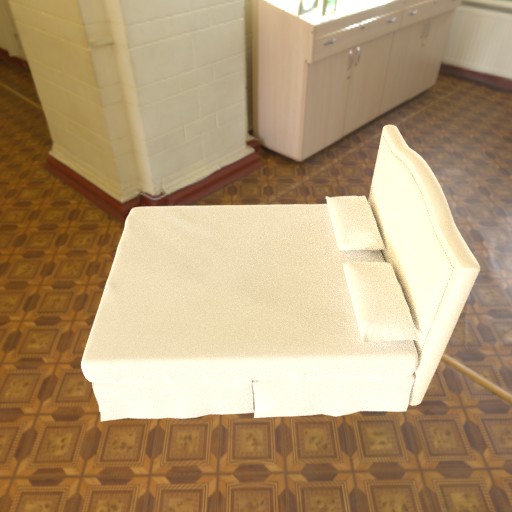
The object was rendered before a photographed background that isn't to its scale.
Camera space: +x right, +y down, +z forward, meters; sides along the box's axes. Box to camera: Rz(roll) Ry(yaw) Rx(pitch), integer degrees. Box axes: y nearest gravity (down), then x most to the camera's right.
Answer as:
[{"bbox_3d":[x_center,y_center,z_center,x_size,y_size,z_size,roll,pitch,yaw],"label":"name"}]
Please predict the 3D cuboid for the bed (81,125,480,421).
[{"bbox_3d":[0.000,0.000,3.305,2.282,1.436,1.821,-1,41,-1],"label":"bed"}]
